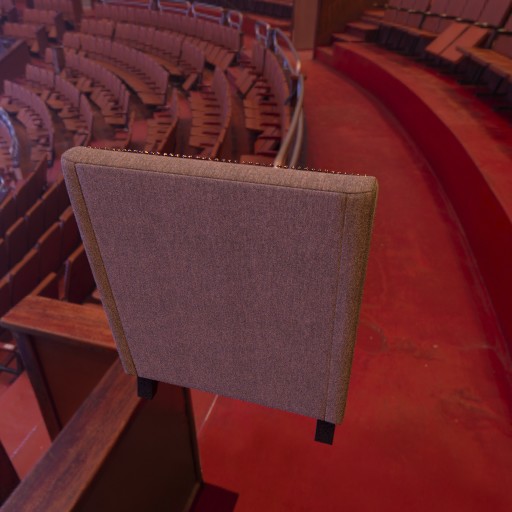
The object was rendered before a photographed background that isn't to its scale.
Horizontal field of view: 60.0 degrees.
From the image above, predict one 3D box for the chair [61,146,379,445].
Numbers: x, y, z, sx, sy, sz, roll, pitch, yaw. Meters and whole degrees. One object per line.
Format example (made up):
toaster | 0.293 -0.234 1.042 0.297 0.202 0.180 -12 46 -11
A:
chair | 0.000 0.000 1.588 0.776 0.967 0.884 9 33 14
